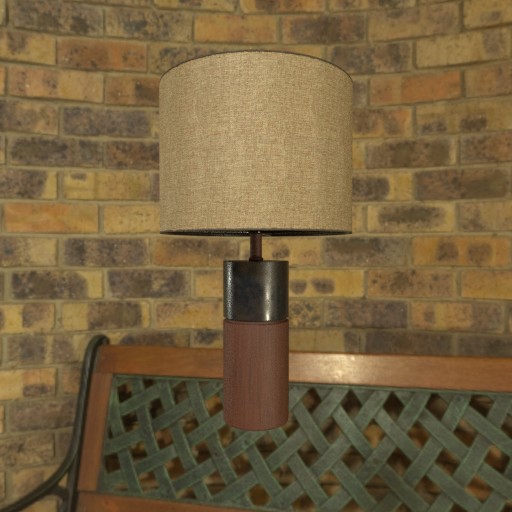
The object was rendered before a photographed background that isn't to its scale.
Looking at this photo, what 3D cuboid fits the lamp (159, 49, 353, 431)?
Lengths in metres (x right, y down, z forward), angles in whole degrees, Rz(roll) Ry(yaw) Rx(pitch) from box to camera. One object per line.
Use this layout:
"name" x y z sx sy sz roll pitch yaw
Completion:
"lamp" 0.000 0.000 0.475 0.202 0.350 0.202 0 1 0
